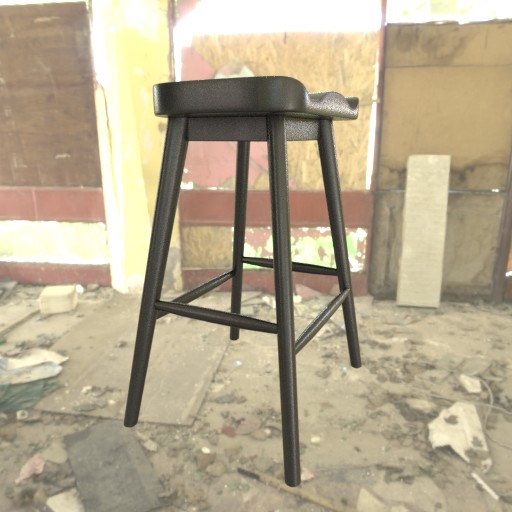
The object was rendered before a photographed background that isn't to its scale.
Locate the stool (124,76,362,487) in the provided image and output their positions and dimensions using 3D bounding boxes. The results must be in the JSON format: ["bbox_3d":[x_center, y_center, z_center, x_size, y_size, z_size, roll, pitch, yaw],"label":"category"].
[{"bbox_3d":[0.000,0.000,0.881,0.361,0.615,0.440,7,17,25],"label":"stool"}]
